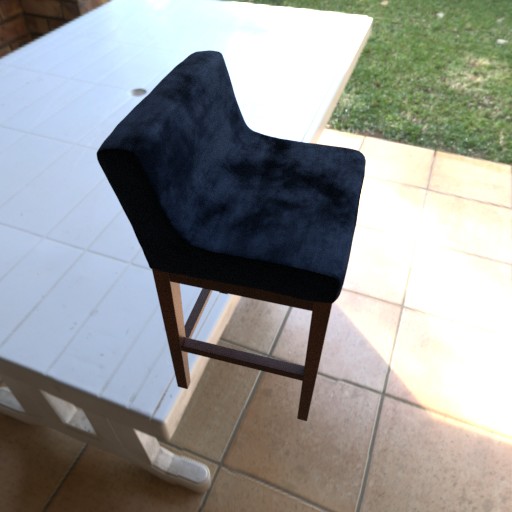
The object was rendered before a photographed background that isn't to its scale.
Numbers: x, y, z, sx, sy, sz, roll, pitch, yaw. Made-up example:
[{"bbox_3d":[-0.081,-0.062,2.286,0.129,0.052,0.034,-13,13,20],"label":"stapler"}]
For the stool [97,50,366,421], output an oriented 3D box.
[{"bbox_3d":[0.000,0.000,1.278,0.516,0.945,0.511,11,47,11],"label":"stool"}]
